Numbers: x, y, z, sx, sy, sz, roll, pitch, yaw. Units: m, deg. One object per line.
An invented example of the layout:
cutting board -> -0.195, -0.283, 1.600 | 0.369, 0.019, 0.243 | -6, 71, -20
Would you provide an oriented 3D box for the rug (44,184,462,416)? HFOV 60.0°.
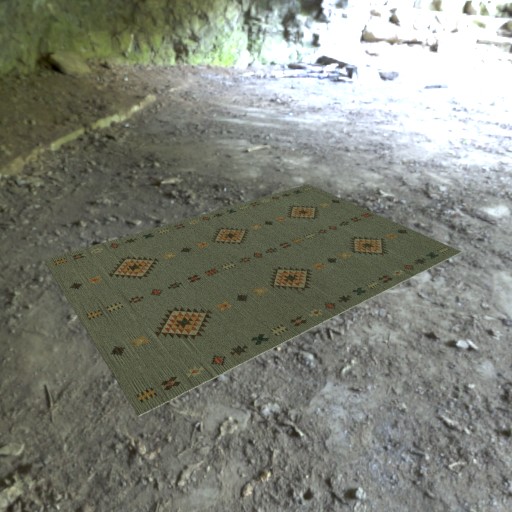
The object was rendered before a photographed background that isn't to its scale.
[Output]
rug -> 0.000, 0.000, 2.315 | 1.818, 0.005, 1.217 | -20, 36, -30
